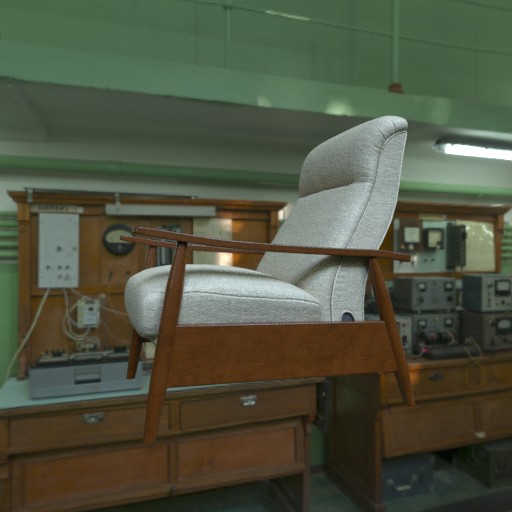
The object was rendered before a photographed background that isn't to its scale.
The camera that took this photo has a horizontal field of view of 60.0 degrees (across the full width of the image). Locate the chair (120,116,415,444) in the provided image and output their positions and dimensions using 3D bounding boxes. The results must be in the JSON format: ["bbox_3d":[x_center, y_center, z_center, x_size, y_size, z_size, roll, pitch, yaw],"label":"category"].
[{"bbox_3d":[0.000,0.000,1.783,1.014,1.082,0.762,0,0,-20],"label":"chair"}]
